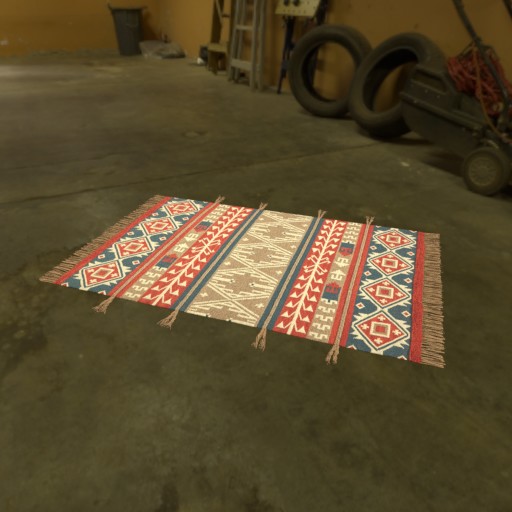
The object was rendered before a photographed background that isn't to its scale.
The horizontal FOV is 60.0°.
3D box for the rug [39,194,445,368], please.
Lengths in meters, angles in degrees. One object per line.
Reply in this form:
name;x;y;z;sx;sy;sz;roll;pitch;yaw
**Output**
rug;0.000;0.000;3.079;2.450;0.048;1.778;10;32;16
